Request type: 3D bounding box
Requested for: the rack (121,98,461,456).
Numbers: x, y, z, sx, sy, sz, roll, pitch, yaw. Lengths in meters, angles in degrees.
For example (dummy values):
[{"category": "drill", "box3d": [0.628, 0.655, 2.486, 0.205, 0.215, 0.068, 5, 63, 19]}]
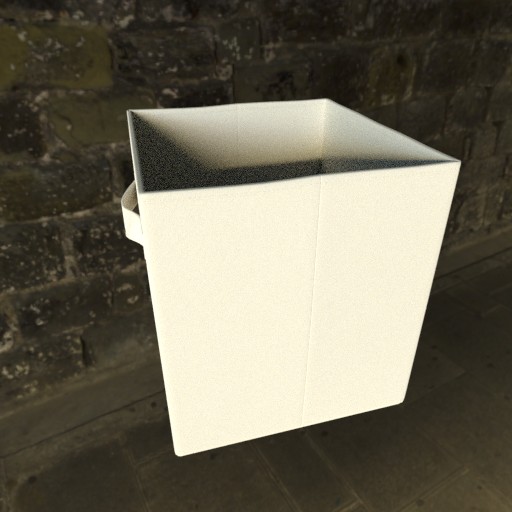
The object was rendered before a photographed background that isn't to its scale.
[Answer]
[{"category": "rack", "box3d": [0.000, 0.000, 0.500, 0.270, 0.280, 0.270, -8, 31, -13]}]
